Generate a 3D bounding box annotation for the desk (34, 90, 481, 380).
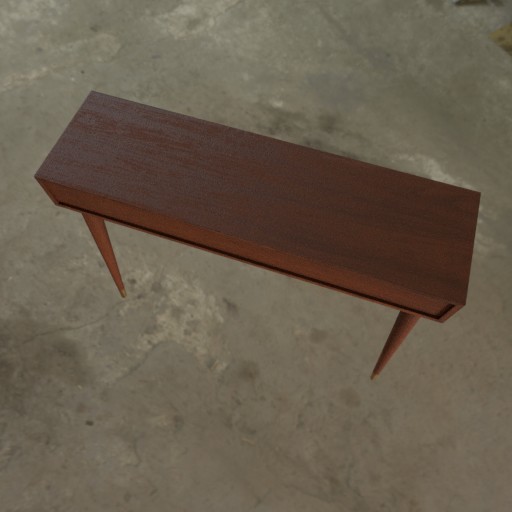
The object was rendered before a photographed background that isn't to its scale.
[{"bbox_3d":[0.000,0.000,1.647,1.204,0.917,0.384,17,65,8],"label":"desk"}]
